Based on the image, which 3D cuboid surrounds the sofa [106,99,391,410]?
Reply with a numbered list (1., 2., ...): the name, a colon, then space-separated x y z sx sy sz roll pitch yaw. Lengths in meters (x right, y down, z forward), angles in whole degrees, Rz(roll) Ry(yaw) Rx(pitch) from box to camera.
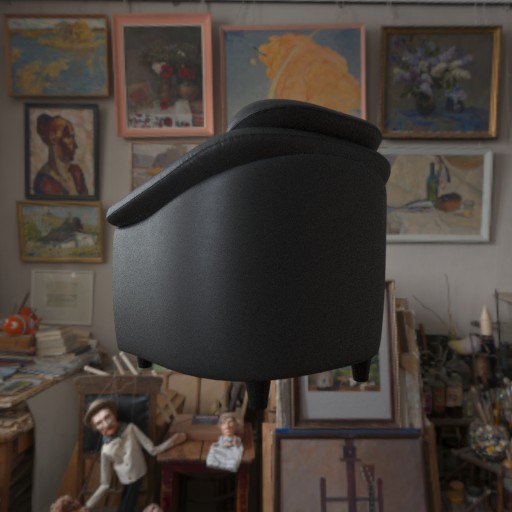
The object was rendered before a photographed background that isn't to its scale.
1. sofa: 0.000 0.000 1.529 0.870 0.811 0.794 0 -1 -38
